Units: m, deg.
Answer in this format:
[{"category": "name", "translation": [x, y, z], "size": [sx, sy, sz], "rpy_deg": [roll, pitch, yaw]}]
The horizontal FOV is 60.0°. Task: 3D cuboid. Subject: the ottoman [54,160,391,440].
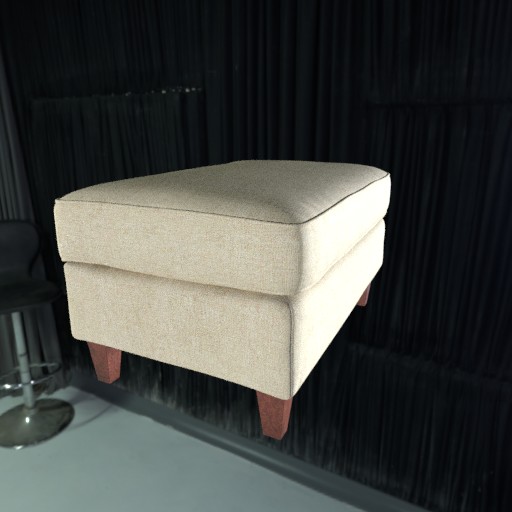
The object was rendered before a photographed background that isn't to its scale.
[{"category": "ottoman", "translation": [0.000, 0.000, 1.238], "size": [0.583, 0.484, 0.862], "rpy_deg": [8, 18, 25]}]
